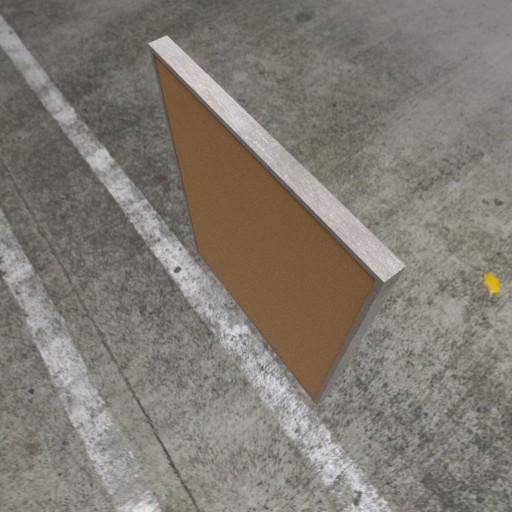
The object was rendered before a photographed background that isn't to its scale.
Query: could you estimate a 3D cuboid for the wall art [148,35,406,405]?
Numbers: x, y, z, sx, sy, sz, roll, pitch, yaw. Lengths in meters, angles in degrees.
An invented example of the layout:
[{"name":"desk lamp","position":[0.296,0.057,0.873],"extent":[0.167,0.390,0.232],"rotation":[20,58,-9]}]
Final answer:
[{"name":"wall art","position":[0.000,0.000,0.707],"extent":[0.032,0.521,0.421],"rotation":[-33,65,-17]}]
